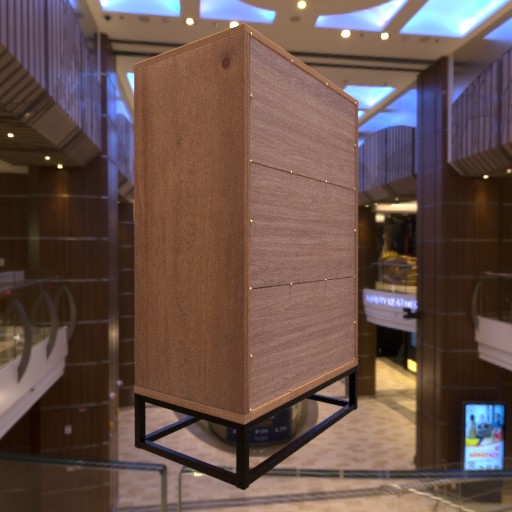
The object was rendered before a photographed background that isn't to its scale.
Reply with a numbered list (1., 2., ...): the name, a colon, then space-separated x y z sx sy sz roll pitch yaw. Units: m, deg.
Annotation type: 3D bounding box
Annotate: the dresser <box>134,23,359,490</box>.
1. dresser: 0.000 0.000 1.618 0.479 1.240 0.761 1 1 36
